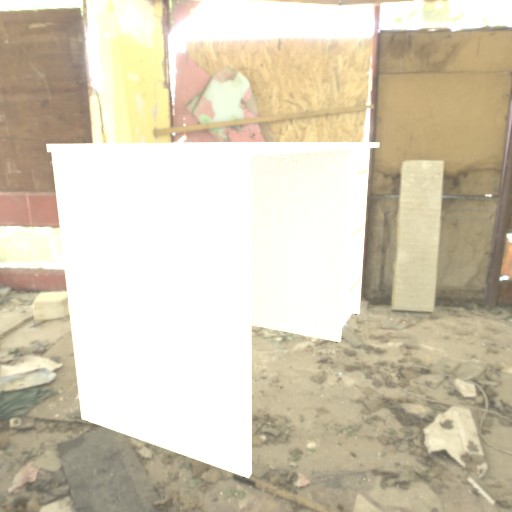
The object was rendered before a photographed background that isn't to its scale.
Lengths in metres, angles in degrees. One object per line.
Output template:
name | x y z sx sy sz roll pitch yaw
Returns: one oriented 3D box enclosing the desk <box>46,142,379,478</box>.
desk | 0.000 0.000 1.488 0.560 0.735 1.097 7 16 25
